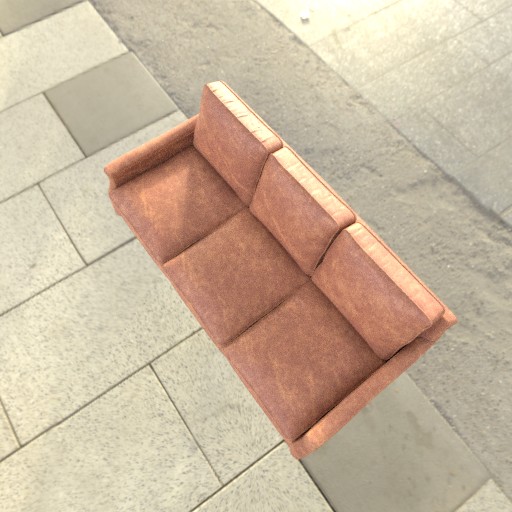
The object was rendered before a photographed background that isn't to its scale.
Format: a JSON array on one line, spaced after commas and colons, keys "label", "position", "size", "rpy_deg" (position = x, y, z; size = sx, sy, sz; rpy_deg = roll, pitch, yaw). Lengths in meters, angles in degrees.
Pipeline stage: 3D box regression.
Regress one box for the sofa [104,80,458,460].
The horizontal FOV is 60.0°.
[{"label": "sofa", "position": [0.000, 0.000, 2.887], "size": [1.084, 1.003, 2.246], "rpy_deg": [-35, 70, -15]}]
